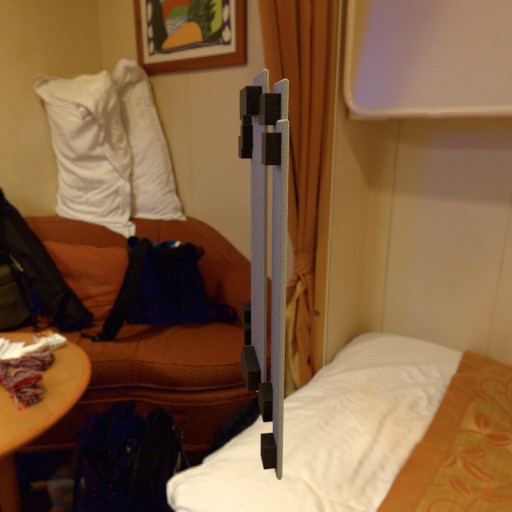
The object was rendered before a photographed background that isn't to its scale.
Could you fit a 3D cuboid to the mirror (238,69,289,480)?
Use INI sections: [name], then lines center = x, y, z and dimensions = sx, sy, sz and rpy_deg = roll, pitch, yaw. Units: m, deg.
[mirror]
center = 0.000, 0.000, 0.814
dimensions = 0.058, 0.611, 0.445
rpy_deg = -2, 16, -8
